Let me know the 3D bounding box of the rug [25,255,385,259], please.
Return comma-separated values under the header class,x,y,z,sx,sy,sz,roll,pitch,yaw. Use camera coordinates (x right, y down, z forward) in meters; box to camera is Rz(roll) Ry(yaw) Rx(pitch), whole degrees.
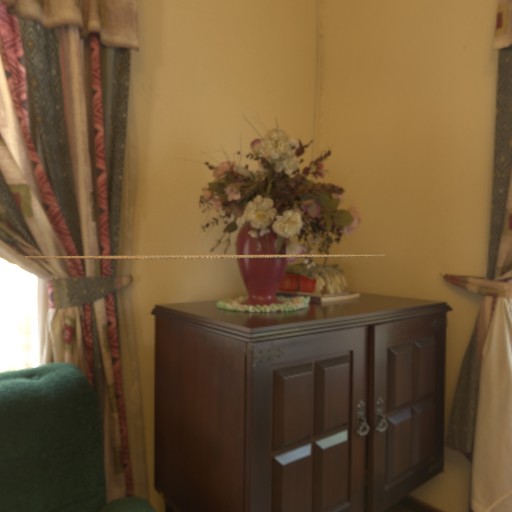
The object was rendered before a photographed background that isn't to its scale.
class,x,y,z,sx,sy,sz,roll,pitch,yaw
rug,0.000,0.000,2.729,0.783,0.006,2.438,0,0,35
